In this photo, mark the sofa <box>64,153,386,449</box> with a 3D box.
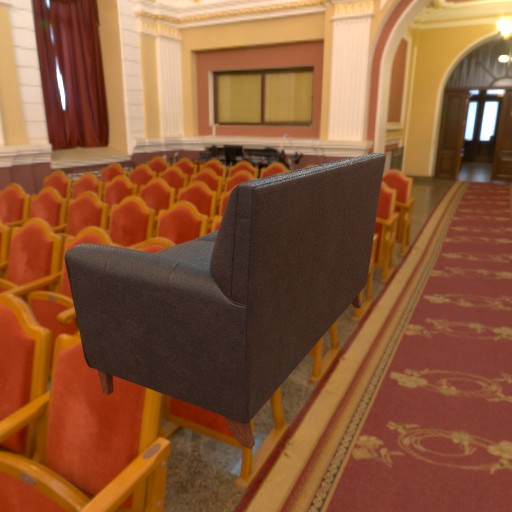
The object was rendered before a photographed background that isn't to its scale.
[{"bbox_3d":[0.000,0.000,2.034,0.787,0.871,1.473,9,19,27],"label":"sofa"}]
